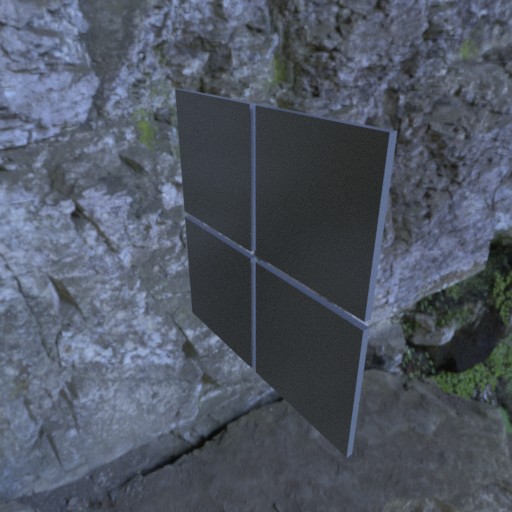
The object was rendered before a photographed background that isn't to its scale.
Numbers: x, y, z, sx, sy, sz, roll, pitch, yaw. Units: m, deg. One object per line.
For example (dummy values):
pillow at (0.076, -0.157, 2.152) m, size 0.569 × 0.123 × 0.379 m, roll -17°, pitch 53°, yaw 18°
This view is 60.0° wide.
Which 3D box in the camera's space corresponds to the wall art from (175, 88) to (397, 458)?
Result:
wall art at (0.000, 0.000, 1.712) m, size 0.029 × 1.118 × 1.118 m, roll -18°, pitch 32°, yaw -32°
